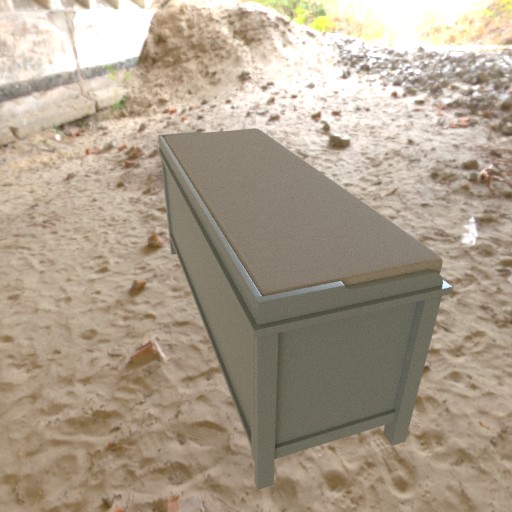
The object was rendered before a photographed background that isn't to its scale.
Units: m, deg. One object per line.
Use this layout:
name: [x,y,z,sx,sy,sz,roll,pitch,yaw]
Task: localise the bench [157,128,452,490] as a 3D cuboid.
bench: [0.000,0.000,1.354,0.398,0.501,1.140,-10,31,-16]
